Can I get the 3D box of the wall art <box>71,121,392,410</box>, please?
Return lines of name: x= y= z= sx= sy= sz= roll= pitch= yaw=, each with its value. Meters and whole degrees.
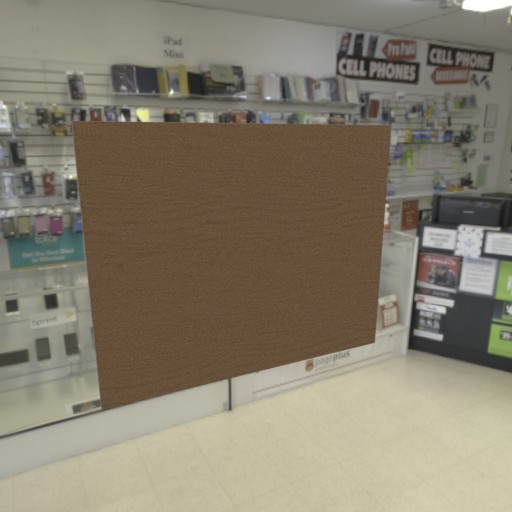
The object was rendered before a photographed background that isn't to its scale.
wall art: x=0.000 y=0.000 z=0.709 sx=0.508 sy=0.406 sz=0.013 roll=-7 pitch=17 yaw=-25
